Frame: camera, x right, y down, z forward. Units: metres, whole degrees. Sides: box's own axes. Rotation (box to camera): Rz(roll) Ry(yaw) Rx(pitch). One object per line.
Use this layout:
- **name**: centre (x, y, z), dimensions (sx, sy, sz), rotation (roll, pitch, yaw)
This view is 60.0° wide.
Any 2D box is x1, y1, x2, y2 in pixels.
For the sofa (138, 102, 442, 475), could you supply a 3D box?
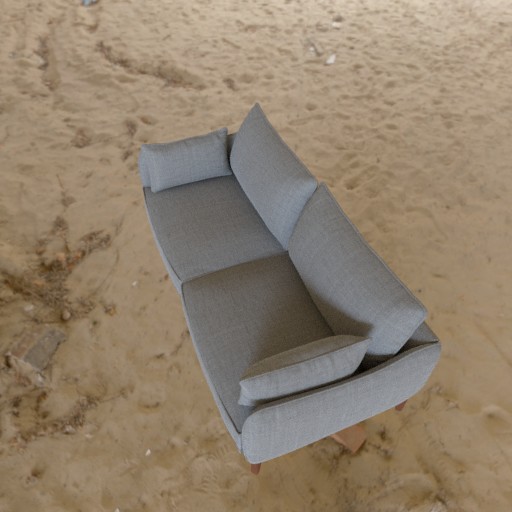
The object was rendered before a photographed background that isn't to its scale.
- **sofa**: centre (0.000, 0.000, 2.501), dimensions (0.972, 0.851, 1.989), rotation (-17, 49, -15)
